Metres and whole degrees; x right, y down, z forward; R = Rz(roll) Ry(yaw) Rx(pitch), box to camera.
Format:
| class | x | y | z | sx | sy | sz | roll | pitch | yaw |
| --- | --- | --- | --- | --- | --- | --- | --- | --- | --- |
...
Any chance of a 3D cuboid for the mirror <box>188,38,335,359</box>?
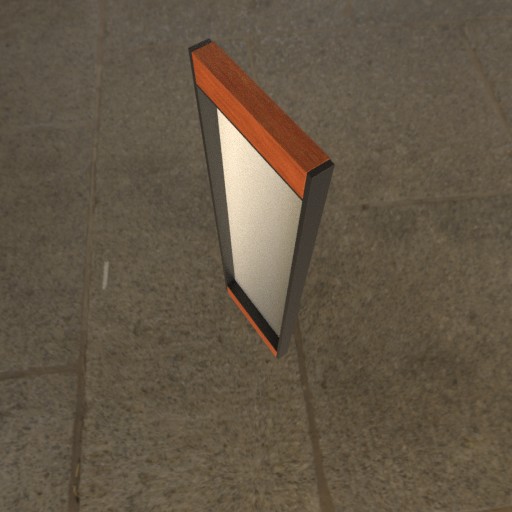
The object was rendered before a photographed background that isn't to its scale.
| class | x | y | z | sx | sy | sz | roll | pitch | yaw |
| --- | --- | --- | --- | --- | --- | --- | --- | --- | --- |
| mirror | 0.000 | 0.000 | 1.218 | 0.047 | 1.123 | 0.343 | -33 | 68 | -15 |
